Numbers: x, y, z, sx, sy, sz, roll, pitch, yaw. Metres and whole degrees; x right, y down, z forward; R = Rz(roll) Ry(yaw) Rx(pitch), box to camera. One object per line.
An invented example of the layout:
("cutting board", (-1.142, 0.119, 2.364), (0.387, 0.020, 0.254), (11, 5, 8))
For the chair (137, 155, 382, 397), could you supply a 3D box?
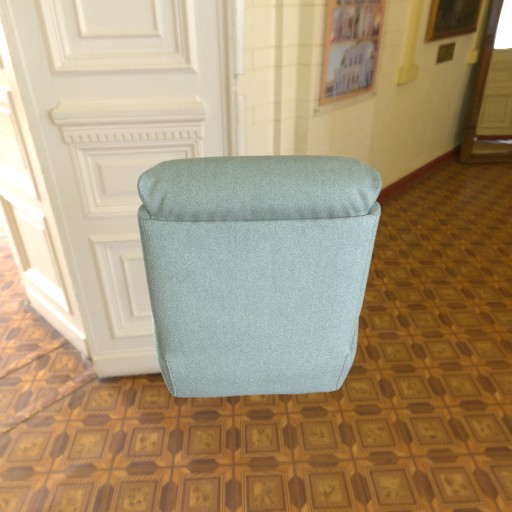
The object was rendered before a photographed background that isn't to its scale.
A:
("chair", (0.000, 0.000, 1.689), (0.812, 1.013, 0.940), (-2, 31, -3))
